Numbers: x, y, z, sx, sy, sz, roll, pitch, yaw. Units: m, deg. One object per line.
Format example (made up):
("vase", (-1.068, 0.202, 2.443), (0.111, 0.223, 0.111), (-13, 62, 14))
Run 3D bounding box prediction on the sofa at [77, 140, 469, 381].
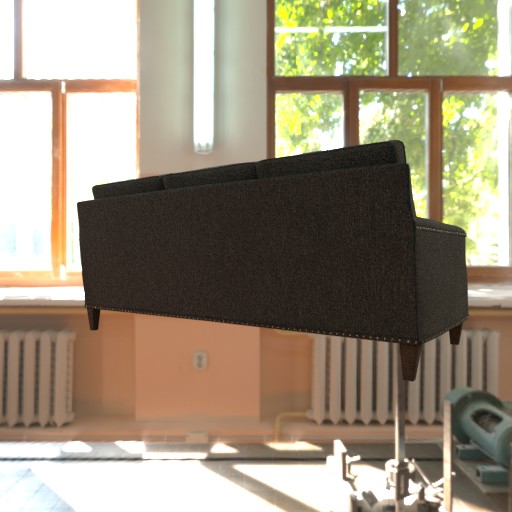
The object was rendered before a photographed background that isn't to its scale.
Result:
("sofa", (0.000, 0.000, 2.733), (2.246, 1.003, 1.084), (0, 0, 35))
